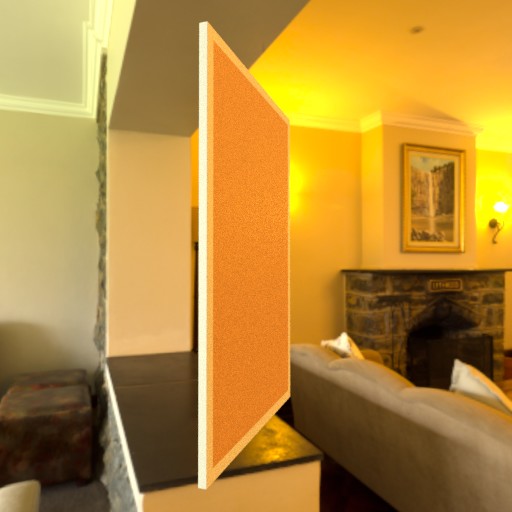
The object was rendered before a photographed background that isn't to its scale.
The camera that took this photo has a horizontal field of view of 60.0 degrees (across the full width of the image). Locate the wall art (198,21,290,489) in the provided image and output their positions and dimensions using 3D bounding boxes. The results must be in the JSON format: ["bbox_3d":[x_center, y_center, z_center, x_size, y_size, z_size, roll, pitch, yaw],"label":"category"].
[{"bbox_3d":[0.000,0.000,0.838,0.013,0.656,0.456,0,-1,19],"label":"wall art"}]
